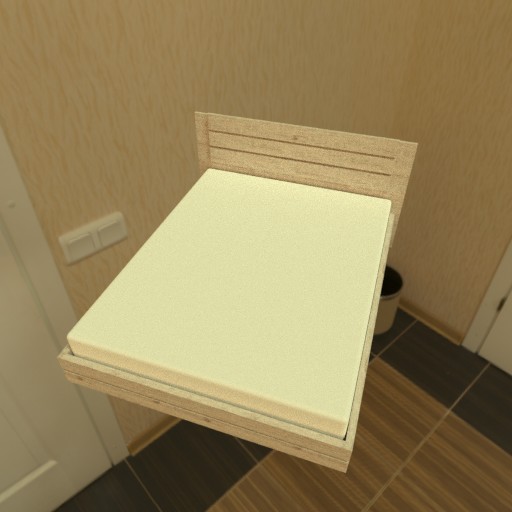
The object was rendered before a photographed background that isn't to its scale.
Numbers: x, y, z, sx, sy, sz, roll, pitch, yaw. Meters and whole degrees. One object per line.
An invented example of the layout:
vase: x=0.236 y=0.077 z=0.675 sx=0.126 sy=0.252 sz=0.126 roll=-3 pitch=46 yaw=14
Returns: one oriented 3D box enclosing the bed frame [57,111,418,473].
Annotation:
bed frame: x=0.000 y=0.000 z=2.956 sx=1.750 sy=0.970 sz=2.080 roll=13 pitch=42 yaw=14
